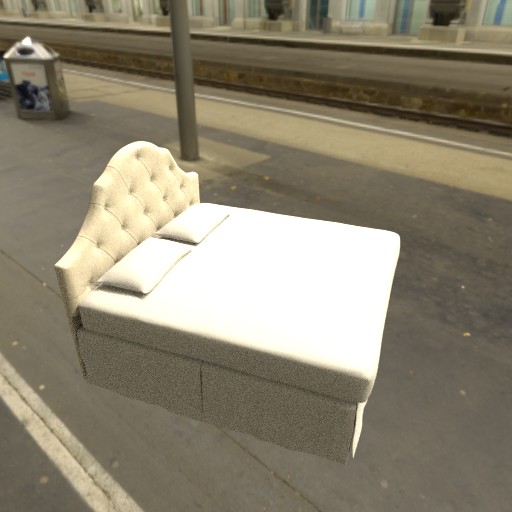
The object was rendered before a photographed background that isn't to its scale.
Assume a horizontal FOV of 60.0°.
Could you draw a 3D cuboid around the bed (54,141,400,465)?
[{"bbox_3d":[0.000,0.000,3.458,2.086,1.555,2.012,11,32,18],"label":"bed"}]
